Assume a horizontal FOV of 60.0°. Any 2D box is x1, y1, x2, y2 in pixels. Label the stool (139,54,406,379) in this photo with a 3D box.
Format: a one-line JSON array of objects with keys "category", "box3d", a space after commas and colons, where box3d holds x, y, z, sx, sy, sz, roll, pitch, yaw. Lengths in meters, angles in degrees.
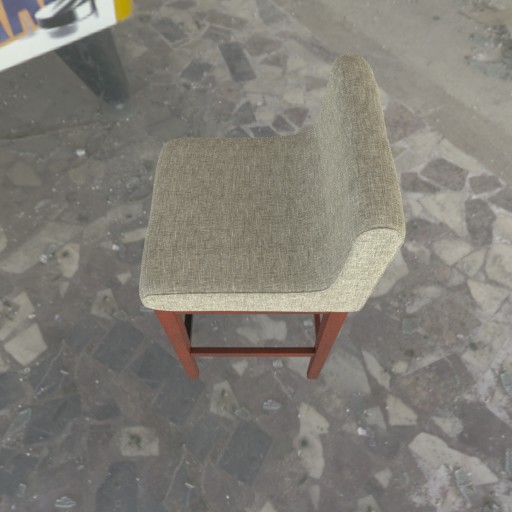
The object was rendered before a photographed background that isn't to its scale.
[{"category": "stool", "box3d": [0.000, 0.000, 1.094, 0.459, 0.835, 0.417, 0, 59, 0]}]
